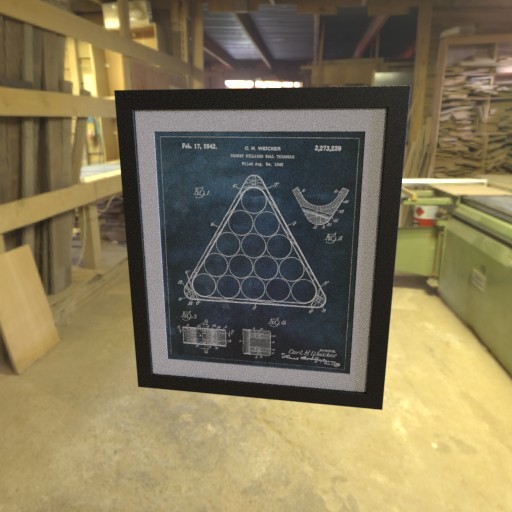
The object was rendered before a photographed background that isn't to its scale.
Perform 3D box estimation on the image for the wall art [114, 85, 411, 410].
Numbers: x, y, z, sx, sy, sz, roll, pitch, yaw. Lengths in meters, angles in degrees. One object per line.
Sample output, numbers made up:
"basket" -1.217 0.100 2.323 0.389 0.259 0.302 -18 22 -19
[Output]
"wall art" 0.000 0.000 0.717 0.432 0.508 0.025 3 16 9
